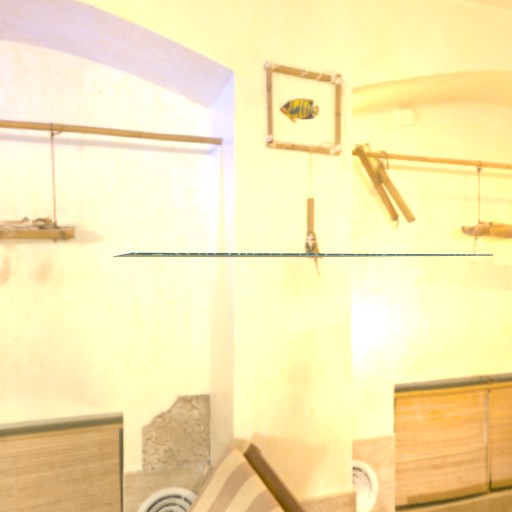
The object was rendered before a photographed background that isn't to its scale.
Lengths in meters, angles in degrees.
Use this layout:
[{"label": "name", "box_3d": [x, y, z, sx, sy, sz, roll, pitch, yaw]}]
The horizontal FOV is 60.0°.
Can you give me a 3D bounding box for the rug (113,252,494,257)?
[{"label": "rug", "box_3d": [0.000, 0.000, 4.104, 2.432, 0.012, 3.033, 0, 0, -20]}]
